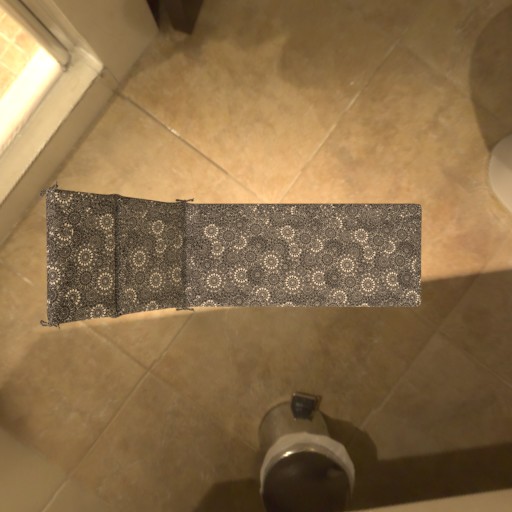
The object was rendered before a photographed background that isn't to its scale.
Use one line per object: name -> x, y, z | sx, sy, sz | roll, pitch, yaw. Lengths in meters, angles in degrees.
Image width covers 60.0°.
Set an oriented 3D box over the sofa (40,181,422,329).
sofa -> 0.000, 0.000, 1.975 | 1.663, 0.622, 0.582 | 0, 91, 0
